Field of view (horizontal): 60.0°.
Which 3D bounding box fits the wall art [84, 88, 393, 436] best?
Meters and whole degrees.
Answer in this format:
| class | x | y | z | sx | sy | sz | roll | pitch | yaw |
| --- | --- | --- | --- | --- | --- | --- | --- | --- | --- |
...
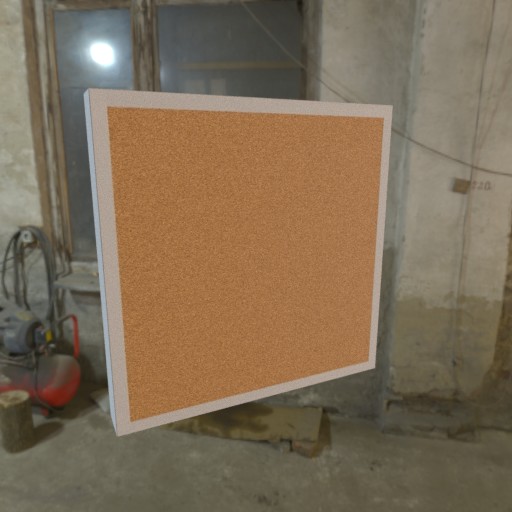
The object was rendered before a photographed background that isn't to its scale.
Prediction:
| class | x | y | z | sx | sy | sz | roll | pitch | yaw |
| --- | --- | --- | --- | --- | --- | --- | --- | --- | --- |
| wall art | 0.000 | 0.000 | 0.457 | 0.305 | 0.305 | 0.038 | -6 | 15 | -25 |
